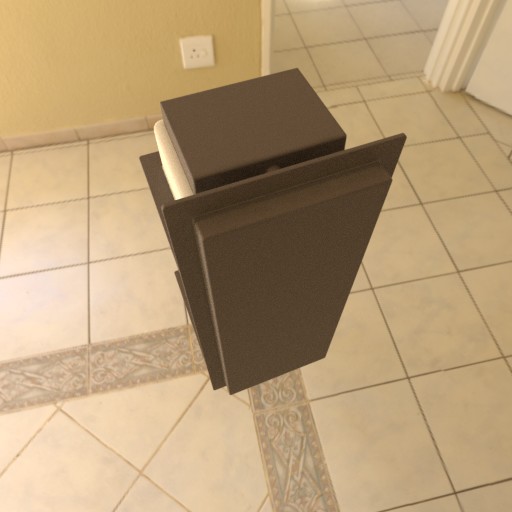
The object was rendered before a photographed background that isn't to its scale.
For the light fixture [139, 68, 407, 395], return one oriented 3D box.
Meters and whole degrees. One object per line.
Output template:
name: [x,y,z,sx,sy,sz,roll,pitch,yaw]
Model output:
light fixture: [0.000,0.000,0.427,0.153,0.347,0.146,-18,59,-11]
